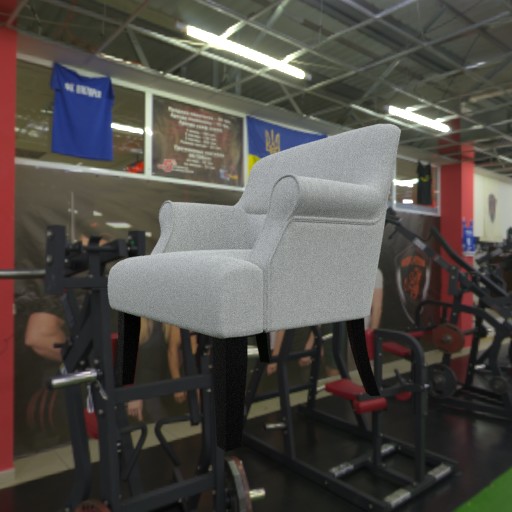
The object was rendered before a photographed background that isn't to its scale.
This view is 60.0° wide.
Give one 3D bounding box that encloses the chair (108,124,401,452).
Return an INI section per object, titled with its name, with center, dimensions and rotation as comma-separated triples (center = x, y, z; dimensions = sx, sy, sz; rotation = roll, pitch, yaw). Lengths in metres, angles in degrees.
[chair]
center = 0.000, 0.000, 1.464
dimensions = 0.750, 0.875, 0.781
rotation = 0, 0, -37
